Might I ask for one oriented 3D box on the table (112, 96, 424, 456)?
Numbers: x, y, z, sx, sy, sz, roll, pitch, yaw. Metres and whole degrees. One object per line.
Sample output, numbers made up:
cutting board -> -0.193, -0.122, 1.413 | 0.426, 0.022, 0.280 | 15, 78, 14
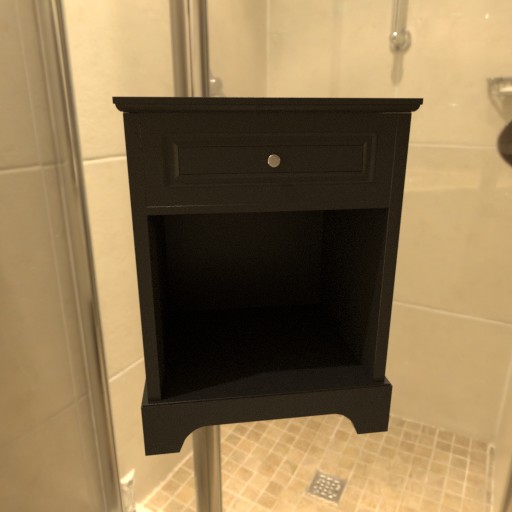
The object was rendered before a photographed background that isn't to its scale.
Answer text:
table -> 0.000, 0.000, 0.924 | 0.460, 0.610, 0.399 | -2, 18, -8
